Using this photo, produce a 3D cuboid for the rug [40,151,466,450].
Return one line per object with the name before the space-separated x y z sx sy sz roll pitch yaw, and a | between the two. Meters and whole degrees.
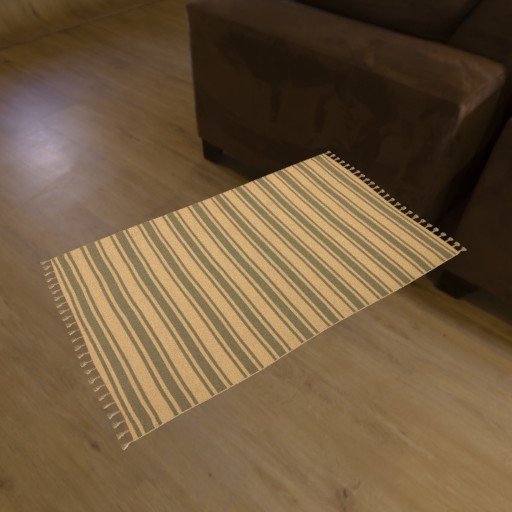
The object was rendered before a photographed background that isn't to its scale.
rug | 0.000 0.000 2.485 2.084 0.009 1.222 -25 51 -22
